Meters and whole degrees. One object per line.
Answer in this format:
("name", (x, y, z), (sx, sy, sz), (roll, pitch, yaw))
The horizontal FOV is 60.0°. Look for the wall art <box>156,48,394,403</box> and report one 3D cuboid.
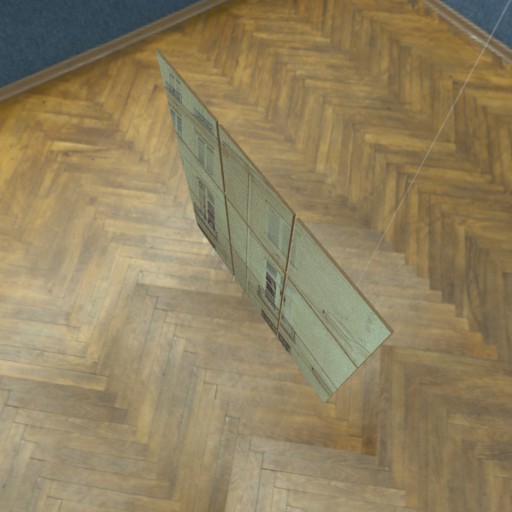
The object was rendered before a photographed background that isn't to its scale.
("wall art", (0.000, 0.000, 2.331), (0.023, 1.522, 1.526), (-31, 68, -14))
